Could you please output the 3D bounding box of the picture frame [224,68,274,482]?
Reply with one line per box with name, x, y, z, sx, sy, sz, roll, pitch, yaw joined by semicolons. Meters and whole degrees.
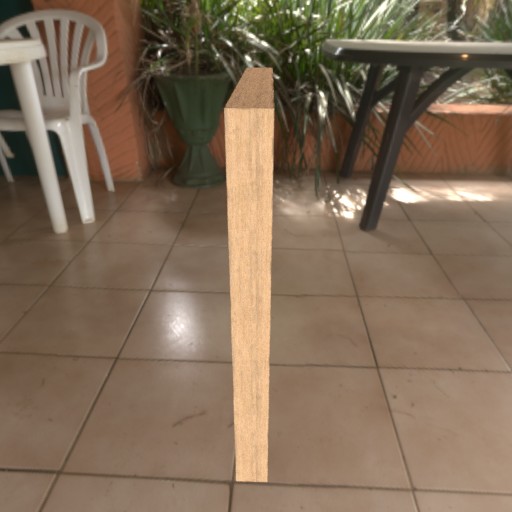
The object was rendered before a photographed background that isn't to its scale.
picture frame;0.000;0.000;0.714;0.046;0.526;0.421;1;28;2
